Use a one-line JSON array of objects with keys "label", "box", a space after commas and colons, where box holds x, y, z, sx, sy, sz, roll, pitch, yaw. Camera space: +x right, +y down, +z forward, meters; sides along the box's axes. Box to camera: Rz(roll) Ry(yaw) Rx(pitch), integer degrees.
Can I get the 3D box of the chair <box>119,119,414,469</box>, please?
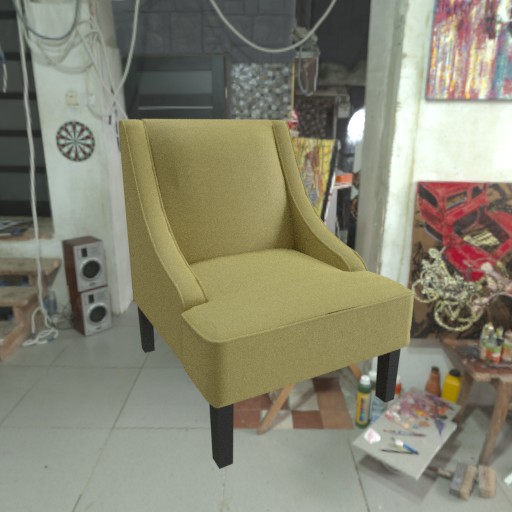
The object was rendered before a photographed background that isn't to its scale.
[{"label": "chair", "box": [0.000, 0.000, 1.512, 0.696, 0.896, 0.814, -9, 19, -28]}]
